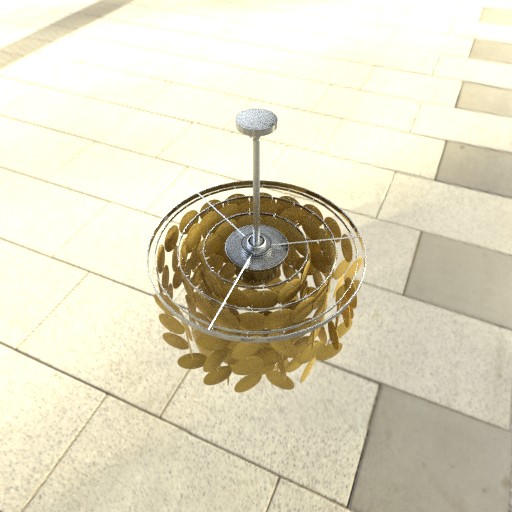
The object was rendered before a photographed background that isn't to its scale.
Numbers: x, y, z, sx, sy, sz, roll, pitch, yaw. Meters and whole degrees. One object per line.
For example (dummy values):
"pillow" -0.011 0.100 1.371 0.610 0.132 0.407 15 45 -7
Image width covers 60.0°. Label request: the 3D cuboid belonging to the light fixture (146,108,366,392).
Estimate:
"light fixture" 0.000 0.000 0.734 0.368 0.492 0.368 0 47 0
